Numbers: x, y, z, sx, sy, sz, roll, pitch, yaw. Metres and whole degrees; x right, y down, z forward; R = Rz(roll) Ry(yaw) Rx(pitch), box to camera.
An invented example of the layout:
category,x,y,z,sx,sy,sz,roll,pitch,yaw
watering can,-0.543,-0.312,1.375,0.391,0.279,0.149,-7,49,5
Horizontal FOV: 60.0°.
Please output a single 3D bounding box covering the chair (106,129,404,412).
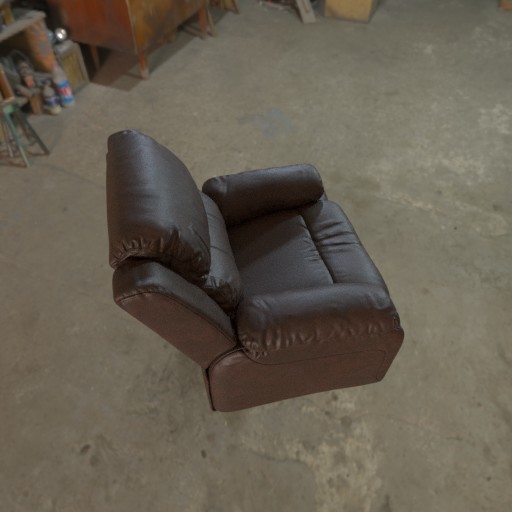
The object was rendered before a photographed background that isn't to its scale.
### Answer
category,x,y,z,sx,sy,sz,roll,pitch,yaw
chair,0.000,0.000,1.272,0.707,0.702,0.680,-10,48,-9
